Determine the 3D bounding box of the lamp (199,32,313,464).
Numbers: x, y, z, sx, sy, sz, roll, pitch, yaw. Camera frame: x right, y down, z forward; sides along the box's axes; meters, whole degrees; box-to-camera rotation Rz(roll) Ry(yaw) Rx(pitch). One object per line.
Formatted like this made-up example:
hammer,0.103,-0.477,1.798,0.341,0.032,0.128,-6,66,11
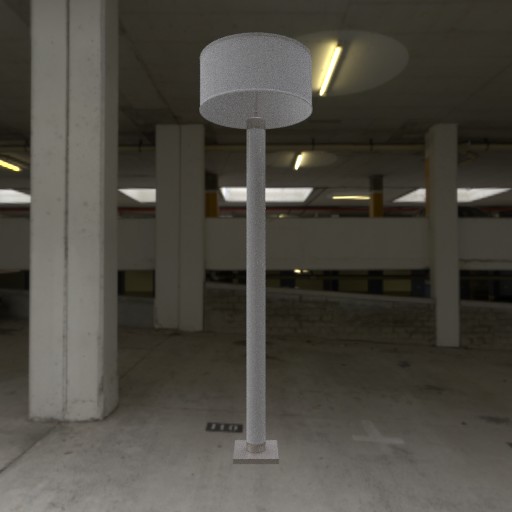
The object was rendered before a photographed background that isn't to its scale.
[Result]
lamp,0.000,0.000,1.650,0.420,1.475,0.420,0,-1,0
